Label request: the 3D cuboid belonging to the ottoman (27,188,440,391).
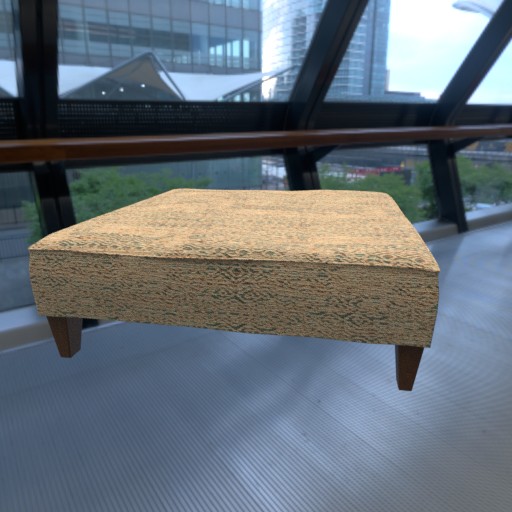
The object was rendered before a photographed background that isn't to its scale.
[{"bbox_3d":[0.000,0.000,1.502,0.968,0.356,1.004,3,16,10],"label":"ottoman"}]
